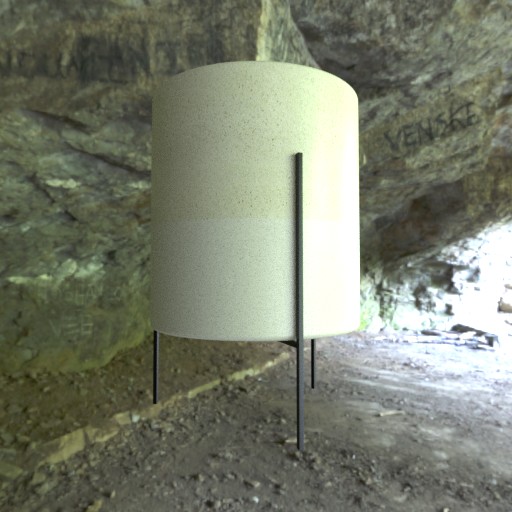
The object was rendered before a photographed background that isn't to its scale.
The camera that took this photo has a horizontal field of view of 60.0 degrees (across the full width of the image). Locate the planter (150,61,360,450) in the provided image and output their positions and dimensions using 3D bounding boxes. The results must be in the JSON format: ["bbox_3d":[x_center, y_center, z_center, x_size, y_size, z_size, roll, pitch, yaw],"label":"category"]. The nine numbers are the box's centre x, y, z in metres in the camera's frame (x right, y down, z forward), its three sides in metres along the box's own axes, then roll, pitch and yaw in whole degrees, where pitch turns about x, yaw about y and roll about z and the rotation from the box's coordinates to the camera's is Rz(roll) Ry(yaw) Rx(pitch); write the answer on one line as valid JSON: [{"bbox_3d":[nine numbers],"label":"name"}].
[{"bbox_3d":[0.000,0.000,0.702,0.324,0.483,0.333,1,-2,-19],"label":"planter"}]
